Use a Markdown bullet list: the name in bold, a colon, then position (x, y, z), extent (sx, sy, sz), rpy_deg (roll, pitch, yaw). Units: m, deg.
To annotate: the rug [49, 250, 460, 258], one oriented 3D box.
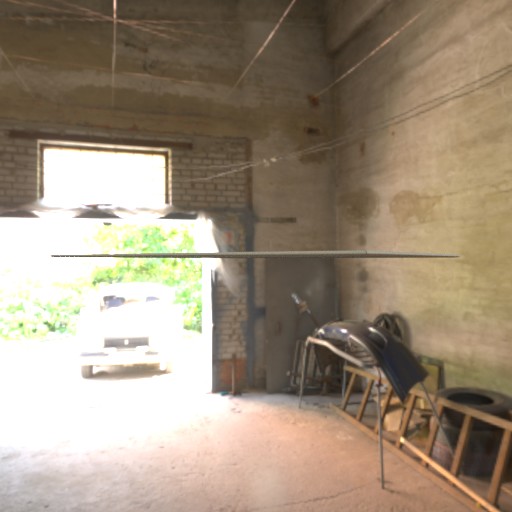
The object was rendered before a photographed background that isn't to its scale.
- **rug**: position (0.000, 0.000, 2.758), extent (2.081, 0.020, 1.525), rpy_deg (0, -1, 36)
